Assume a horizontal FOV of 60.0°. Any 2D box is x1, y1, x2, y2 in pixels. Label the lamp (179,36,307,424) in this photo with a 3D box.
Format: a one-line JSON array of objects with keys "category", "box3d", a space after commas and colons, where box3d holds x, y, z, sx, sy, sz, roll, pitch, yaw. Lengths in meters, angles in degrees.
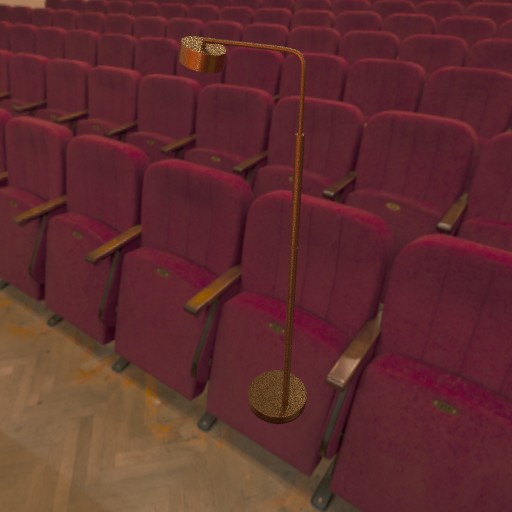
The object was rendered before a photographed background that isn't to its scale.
[{"category": "lamp", "box3d": [0.000, 0.000, 1.397, 0.418, 1.230, 0.219, 22, 39, 29]}]
